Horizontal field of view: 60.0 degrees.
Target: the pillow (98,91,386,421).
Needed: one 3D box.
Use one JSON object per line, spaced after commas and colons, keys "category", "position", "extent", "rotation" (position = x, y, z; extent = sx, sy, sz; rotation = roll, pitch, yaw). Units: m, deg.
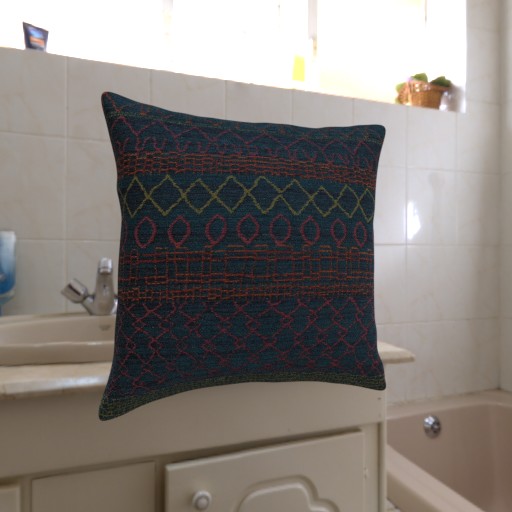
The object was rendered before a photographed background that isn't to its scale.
{"category": "pillow", "position": [0.000, 0.000, 0.645], "extent": [0.431, 0.431, 0.141], "rotation": [0, 0, -17]}
